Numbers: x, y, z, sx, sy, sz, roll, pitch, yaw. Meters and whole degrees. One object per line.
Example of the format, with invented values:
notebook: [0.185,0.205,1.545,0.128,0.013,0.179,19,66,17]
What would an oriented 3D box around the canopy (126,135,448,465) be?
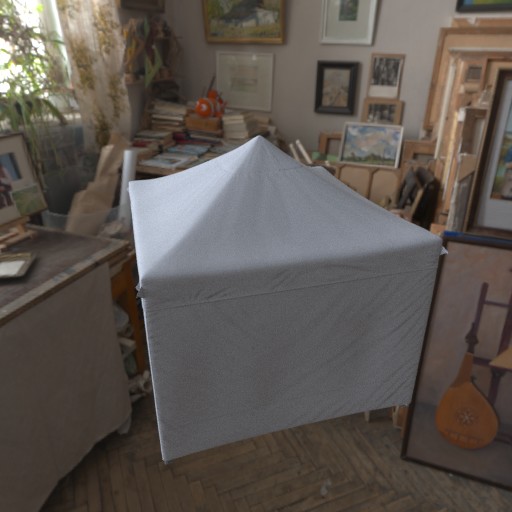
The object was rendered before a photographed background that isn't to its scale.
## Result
canopy: [0.000,0.000,5.576,3.043,2.997,3.121,-7,27,-15]
